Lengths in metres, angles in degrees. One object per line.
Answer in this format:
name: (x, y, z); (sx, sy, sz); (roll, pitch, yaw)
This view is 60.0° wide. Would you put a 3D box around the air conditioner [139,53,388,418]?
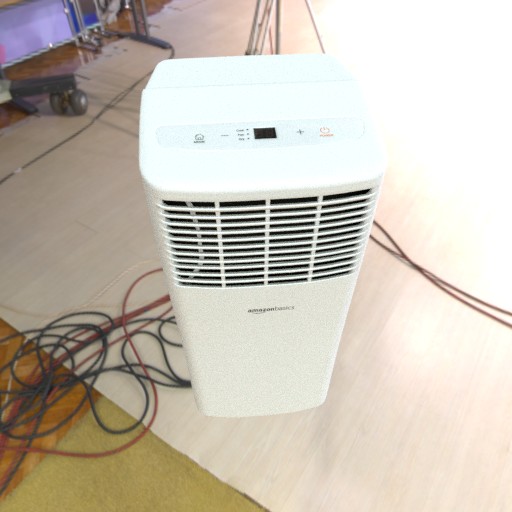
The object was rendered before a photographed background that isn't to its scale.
air conditioner: (0.000, 0.000, 0.802); (0.304, 0.606, 0.349); (-4, 47, -4)
